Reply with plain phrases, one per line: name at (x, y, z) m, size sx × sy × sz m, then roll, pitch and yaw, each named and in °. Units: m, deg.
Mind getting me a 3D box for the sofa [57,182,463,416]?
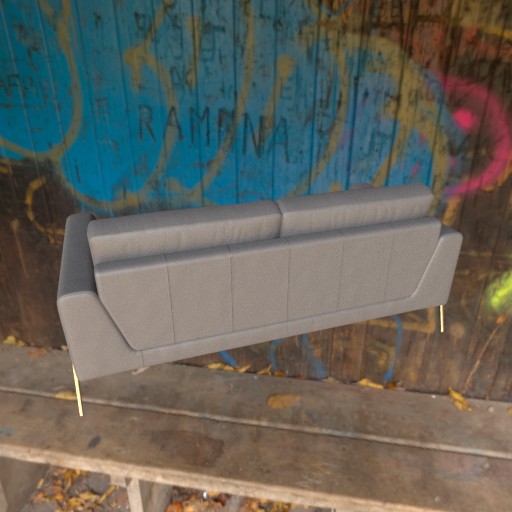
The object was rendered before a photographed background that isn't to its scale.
sofa at (0.000, 0.000, 2.515) m, size 2.017 × 0.875 × 0.953 m, roll -9°, pitch 28°, yaw -17°
